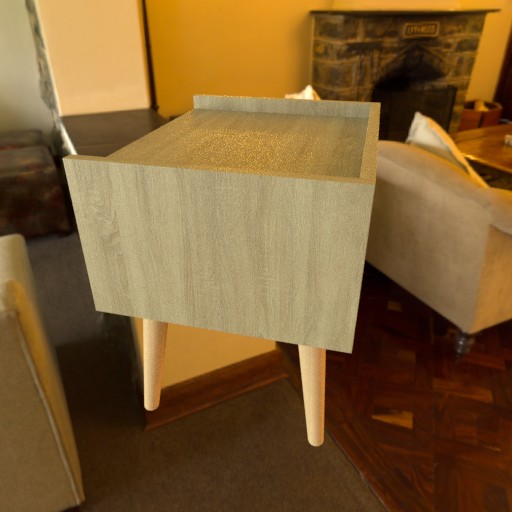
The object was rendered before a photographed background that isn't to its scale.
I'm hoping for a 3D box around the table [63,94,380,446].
[{"bbox_3d":[0.000,0.000,0.804,0.370,0.470,0.450,7,30,12],"label":"table"}]
